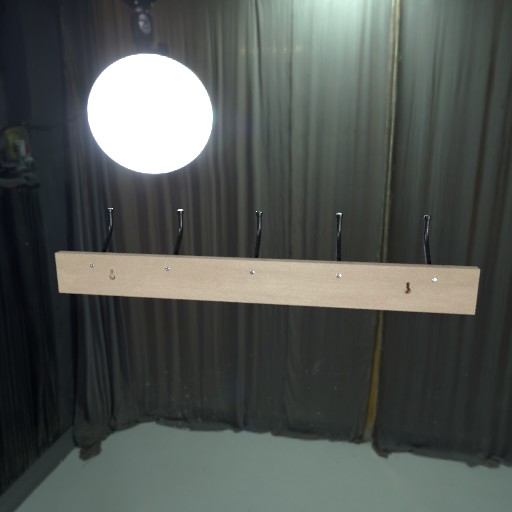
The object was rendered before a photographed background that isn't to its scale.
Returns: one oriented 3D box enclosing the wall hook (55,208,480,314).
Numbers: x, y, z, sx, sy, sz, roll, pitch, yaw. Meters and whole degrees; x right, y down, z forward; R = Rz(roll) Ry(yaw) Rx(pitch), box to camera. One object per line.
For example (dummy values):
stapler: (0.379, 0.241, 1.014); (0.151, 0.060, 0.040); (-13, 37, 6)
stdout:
wall hook: (0.000, 0.000, 0.625); (0.571, 0.117, 0.071); (2, 14, 9)
